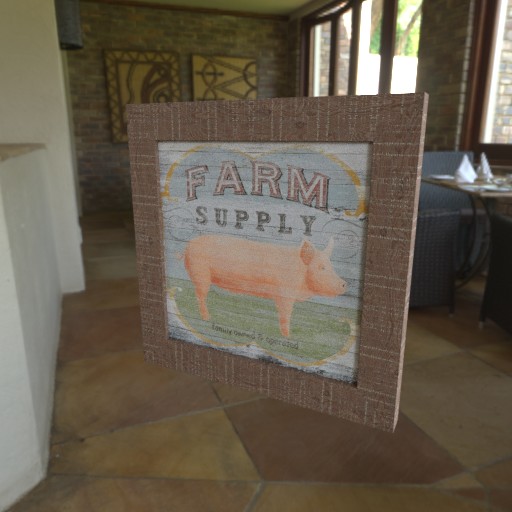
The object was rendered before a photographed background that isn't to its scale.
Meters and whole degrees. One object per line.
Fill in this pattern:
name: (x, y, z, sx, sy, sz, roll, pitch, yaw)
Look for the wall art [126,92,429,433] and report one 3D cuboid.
wall art: (0.000, 0.000, 0.799, 0.531, 0.531, 0.040, 8, 17, 26)
